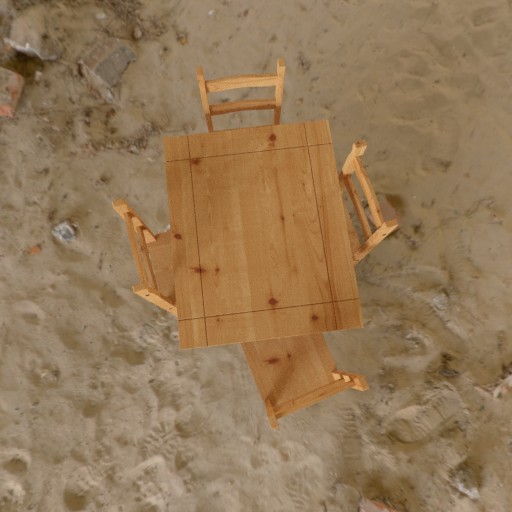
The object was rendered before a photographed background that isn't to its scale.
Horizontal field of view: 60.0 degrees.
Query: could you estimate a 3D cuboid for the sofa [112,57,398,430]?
[{"bbox_3d":[0.000,0.000,2.245,1.144,1.000,1.529,-7,77,-2],"label":"sofa"}]
